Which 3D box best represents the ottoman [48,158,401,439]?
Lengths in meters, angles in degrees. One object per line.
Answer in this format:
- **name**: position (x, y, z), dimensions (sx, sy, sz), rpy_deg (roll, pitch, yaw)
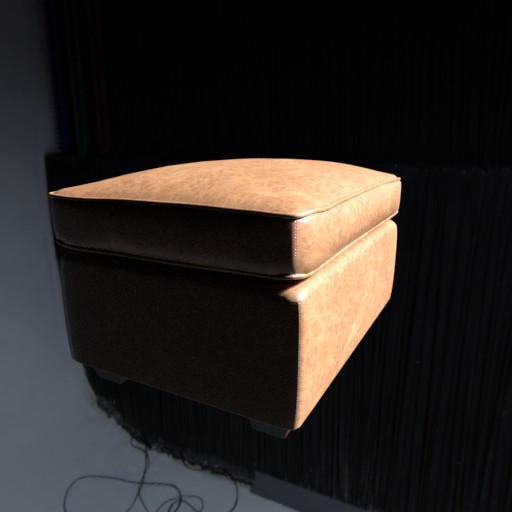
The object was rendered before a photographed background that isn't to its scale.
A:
- **ottoman**: position (0.000, 0.000, 1.100), dimensions (0.554, 0.468, 0.756), rpy_deg (8, 16, 27)
